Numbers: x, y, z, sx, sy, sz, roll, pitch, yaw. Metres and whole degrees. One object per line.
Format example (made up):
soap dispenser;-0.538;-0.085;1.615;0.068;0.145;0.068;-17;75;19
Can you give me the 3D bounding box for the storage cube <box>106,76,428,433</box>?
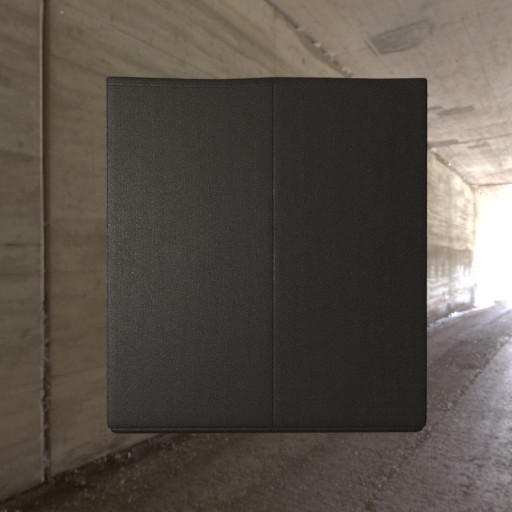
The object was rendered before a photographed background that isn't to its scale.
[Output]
storage cube;0.000;0.000;0.477;0.270;0.280;0.270;0;0;-1
